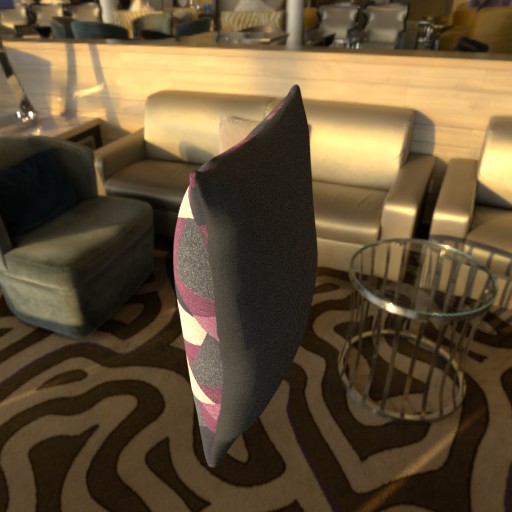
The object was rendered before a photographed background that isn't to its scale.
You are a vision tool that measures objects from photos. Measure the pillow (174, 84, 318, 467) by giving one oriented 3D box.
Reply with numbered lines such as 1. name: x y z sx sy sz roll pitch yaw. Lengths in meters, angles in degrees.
1. pillow: 0.000 0.000 0.777 0.208 0.496 0.503 9 32 15
